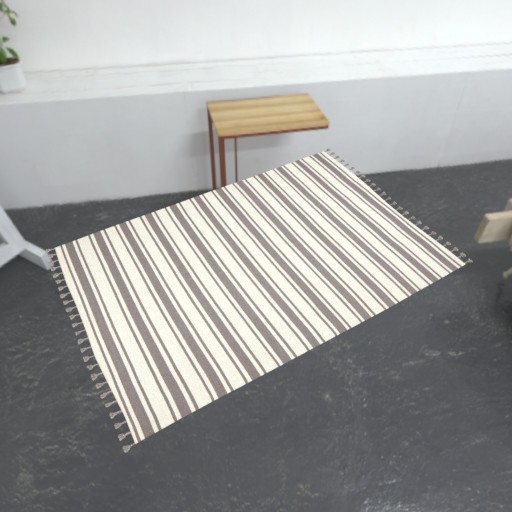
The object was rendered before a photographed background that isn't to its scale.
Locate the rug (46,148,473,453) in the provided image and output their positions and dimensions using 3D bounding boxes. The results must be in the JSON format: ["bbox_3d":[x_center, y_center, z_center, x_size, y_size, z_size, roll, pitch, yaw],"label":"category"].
[{"bbox_3d":[0.000,0.000,2.965,2.425,0.014,1.563,-23,51,-21],"label":"rug"}]
